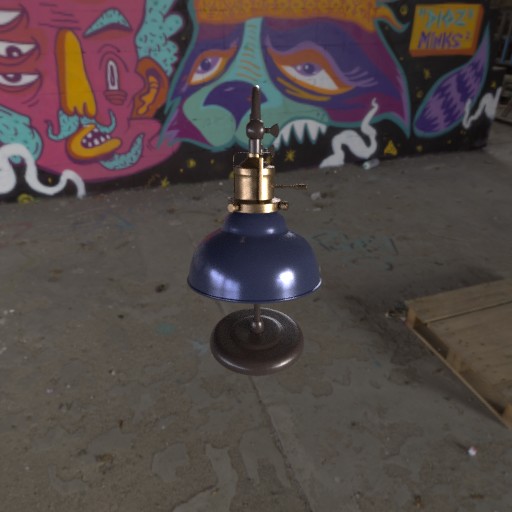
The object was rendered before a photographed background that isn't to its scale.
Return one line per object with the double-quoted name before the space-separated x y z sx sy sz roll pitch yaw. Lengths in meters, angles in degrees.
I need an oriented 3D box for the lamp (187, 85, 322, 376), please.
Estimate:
"lamp" 0.000 0.000 0.701 0.192 0.508 0.374 1 30 1
